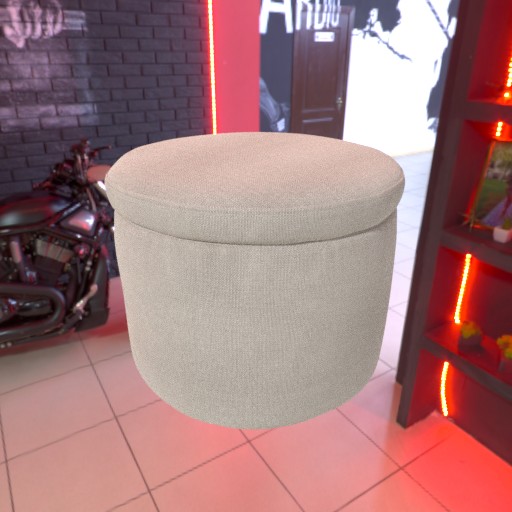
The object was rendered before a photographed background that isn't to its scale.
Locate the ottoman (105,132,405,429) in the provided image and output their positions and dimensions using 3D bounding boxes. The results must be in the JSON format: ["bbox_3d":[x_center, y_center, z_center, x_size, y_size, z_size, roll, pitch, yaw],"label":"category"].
[{"bbox_3d":[0.000,0.000,0.835,0.497,0.409,0.497,0,24,0],"label":"ottoman"}]
